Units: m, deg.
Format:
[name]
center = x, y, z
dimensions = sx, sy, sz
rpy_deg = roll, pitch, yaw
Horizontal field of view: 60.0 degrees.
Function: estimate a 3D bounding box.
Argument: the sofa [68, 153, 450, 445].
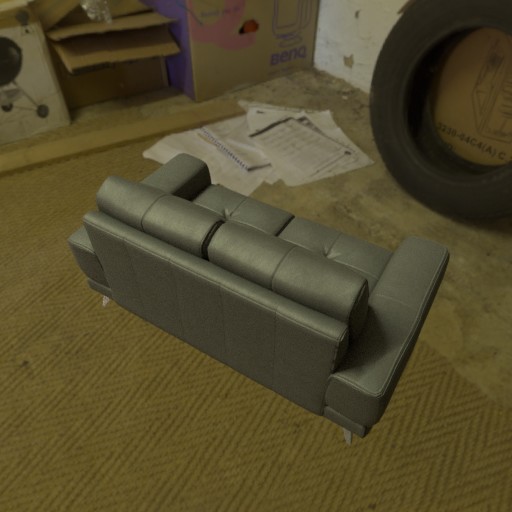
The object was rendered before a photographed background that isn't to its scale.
[sofa]
center = 0.000, 0.000, 2.382
dimensions = 1.806, 0.907, 1.018
rpy_deg = 23, 49, 22
